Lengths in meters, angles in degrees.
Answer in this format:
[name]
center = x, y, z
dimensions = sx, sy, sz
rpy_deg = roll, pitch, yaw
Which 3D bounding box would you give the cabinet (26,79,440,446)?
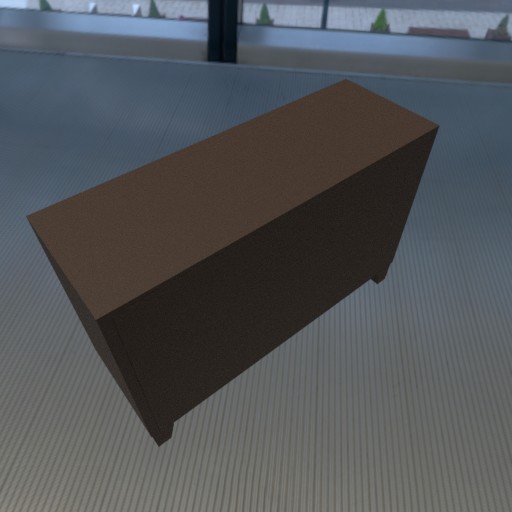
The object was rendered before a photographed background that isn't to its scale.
[cabinet]
center = 0.000, 0.000, 1.845
dimensions = 1.396, 0.914, 0.482
rpy_deg = -31, 55, -25
